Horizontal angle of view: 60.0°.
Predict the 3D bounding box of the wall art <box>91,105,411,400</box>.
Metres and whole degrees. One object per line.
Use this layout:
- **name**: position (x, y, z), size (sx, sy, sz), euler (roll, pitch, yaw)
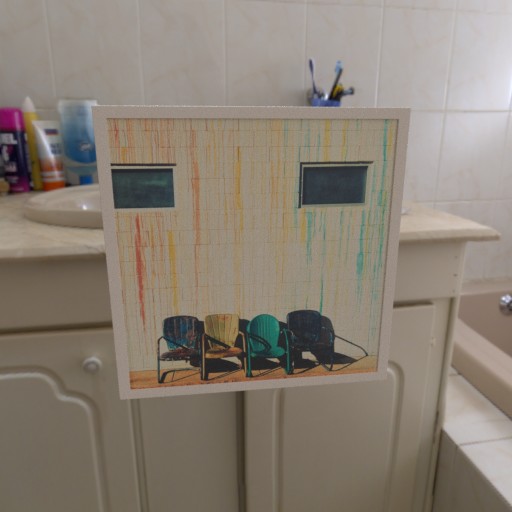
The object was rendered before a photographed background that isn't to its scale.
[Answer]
- **wall art**: position (0.000, 0.000, 0.479), size (0.305, 0.305, 0.038), euler (-2, 16, -7)
